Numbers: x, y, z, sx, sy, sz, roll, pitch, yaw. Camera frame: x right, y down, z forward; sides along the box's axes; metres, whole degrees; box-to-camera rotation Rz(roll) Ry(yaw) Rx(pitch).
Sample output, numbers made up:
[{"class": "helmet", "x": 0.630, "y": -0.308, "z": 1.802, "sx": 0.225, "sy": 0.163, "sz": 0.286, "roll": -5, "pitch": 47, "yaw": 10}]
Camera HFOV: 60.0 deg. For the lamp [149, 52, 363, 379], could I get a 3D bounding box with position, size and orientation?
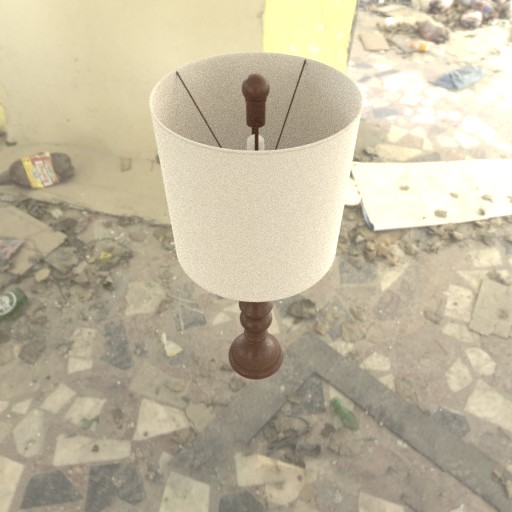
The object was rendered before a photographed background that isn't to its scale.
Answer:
[{"class": "lamp", "x": 0.000, "y": 0.000, "z": 0.723, "sx": 0.250, "sy": 0.597, "sz": 0.250, "roll": 25, "pitch": 51, "yaw": 22}]
